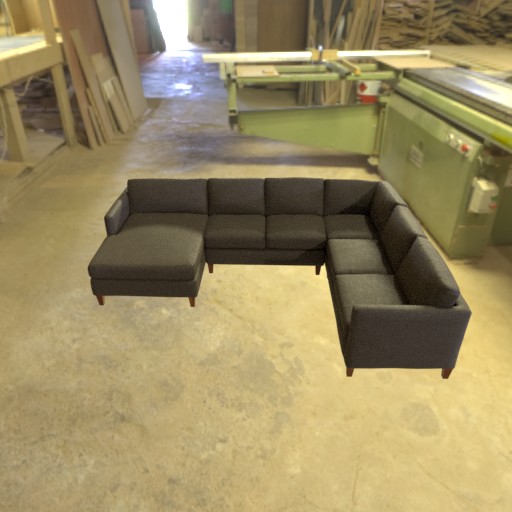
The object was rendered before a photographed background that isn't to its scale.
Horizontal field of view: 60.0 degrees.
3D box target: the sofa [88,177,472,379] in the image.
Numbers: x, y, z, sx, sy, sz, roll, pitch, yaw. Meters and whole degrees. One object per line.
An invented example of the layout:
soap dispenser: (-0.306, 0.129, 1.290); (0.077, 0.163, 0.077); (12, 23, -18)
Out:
sofa: (0.000, 0.000, 4.689); (3.460, 0.961, 2.594); (1, 30, 1)
